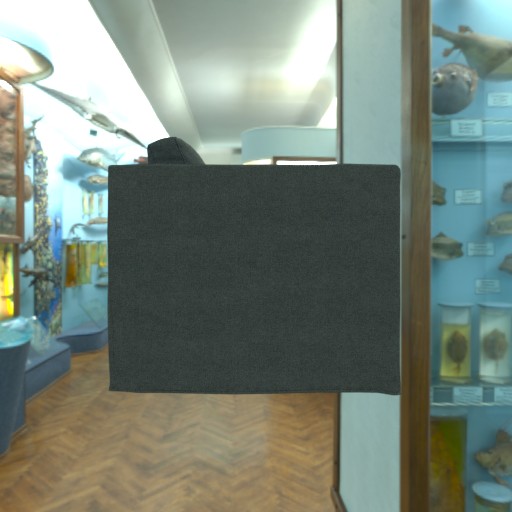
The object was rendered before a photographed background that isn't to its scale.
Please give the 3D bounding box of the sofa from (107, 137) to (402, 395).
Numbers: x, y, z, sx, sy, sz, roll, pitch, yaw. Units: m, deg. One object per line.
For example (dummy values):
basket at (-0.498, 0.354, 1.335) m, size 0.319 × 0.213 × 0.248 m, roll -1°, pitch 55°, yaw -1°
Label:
sofa at (0.000, 0.000, 2.280) m, size 0.974 × 0.854 × 1.802 m, roll 0°, pitch 1°, yaw 0°
